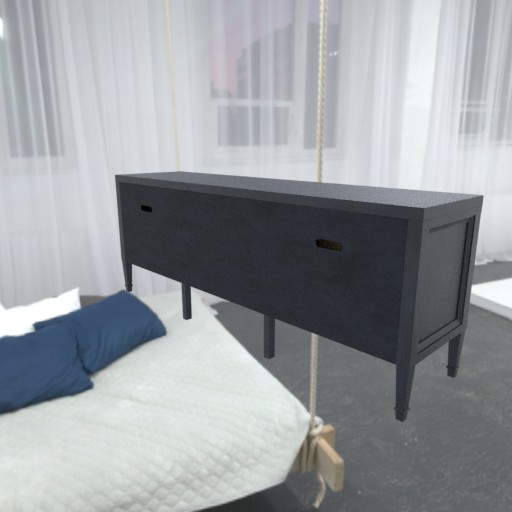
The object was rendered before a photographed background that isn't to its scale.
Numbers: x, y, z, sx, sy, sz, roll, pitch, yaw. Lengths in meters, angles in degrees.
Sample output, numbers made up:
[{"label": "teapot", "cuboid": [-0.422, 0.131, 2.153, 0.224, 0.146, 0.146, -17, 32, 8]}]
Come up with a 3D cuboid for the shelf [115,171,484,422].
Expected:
[{"label": "shelf", "cuboid": [0.000, 0.000, 2.178, 0.471, 0.715, 1.878, -14, 20, -42]}]
